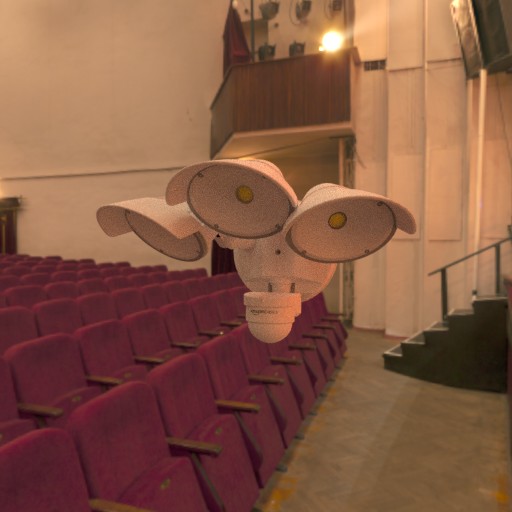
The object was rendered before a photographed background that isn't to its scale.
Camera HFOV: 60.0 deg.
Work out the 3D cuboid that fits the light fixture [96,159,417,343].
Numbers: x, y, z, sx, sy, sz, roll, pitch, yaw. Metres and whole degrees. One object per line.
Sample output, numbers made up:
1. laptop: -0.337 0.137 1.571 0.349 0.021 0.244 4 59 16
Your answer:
1. light fixture: 0.000 0.000 0.544 0.369 0.237 0.278 0 1 19
